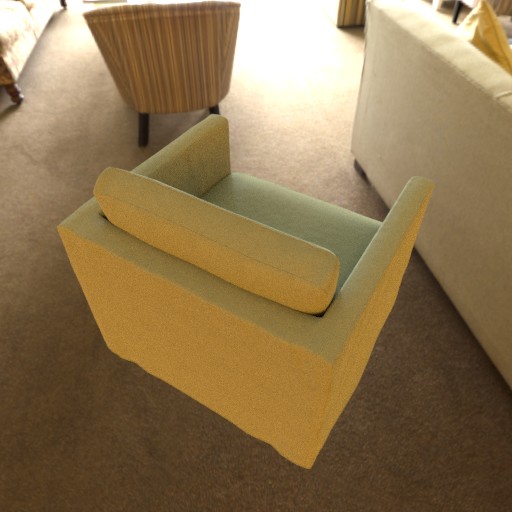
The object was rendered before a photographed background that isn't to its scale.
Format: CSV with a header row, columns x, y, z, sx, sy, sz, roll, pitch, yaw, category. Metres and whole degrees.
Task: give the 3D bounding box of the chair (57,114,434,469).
x,y,z,sx,sy,sz,roll,pitch,yaw,category
0.000,0.000,1.759,1.057,0.863,0.949,23,50,22,chair
